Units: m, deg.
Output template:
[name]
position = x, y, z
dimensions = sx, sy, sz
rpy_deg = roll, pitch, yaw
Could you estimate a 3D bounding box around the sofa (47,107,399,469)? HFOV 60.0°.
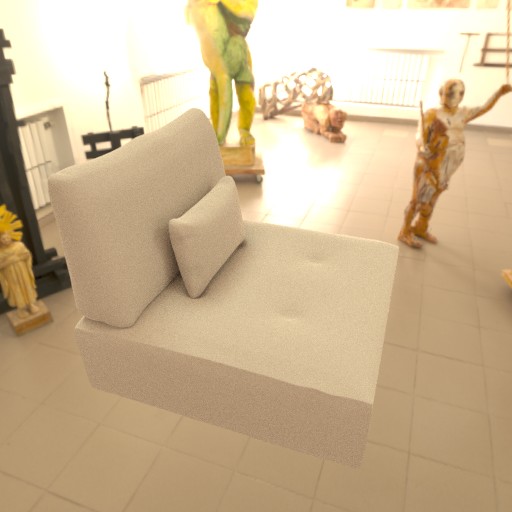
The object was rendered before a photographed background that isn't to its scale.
[sofa]
position = 0.000, 0.000, 1.644
dimensions = 1.000, 0.828, 0.935
rpy_deg = 10, 32, 17
